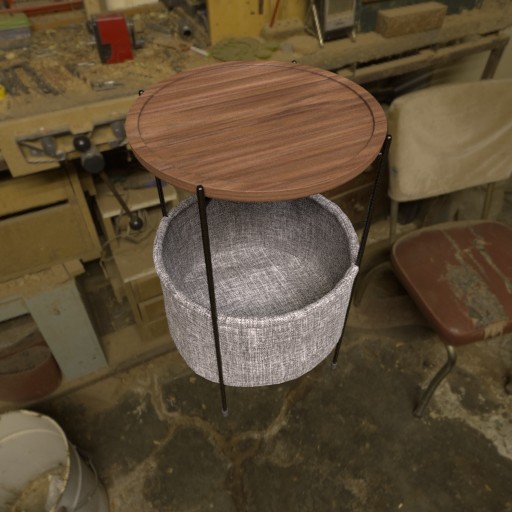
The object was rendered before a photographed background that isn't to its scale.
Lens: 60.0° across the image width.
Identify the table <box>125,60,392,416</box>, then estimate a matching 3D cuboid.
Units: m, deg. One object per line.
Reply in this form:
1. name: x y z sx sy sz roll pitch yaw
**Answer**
1. table: 0.000 0.000 0.889 0.400 0.623 0.400 -18 49 -17
